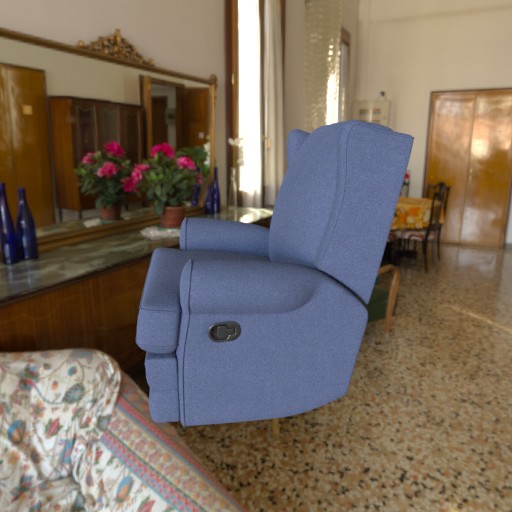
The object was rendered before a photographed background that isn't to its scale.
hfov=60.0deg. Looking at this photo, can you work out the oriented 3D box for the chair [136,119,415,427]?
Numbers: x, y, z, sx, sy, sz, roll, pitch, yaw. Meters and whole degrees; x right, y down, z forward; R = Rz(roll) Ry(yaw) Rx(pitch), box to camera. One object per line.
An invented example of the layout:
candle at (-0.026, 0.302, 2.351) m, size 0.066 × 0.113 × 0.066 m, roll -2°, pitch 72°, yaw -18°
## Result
chair at (0.000, 0.000, 1.744) m, size 0.877 × 1.020 × 0.971 m, roll -2°, pitch 14°, yaw -9°
